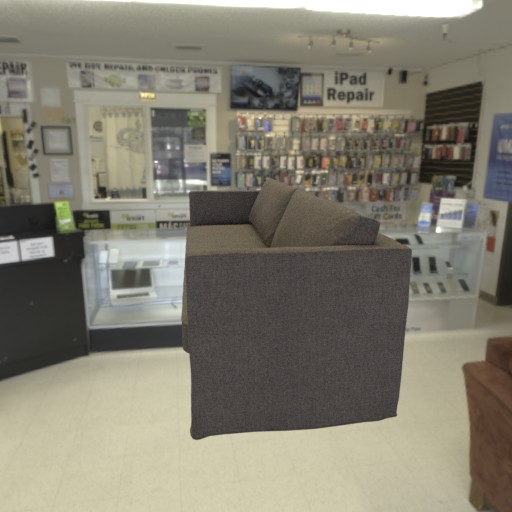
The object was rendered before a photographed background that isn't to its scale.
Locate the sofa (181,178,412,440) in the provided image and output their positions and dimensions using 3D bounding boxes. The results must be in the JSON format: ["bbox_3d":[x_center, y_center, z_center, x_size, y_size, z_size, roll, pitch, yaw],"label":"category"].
[{"bbox_3d":[0.000,0.000,3.268,1.036,0.998,2.779,-2,14,-8],"label":"sofa"}]
